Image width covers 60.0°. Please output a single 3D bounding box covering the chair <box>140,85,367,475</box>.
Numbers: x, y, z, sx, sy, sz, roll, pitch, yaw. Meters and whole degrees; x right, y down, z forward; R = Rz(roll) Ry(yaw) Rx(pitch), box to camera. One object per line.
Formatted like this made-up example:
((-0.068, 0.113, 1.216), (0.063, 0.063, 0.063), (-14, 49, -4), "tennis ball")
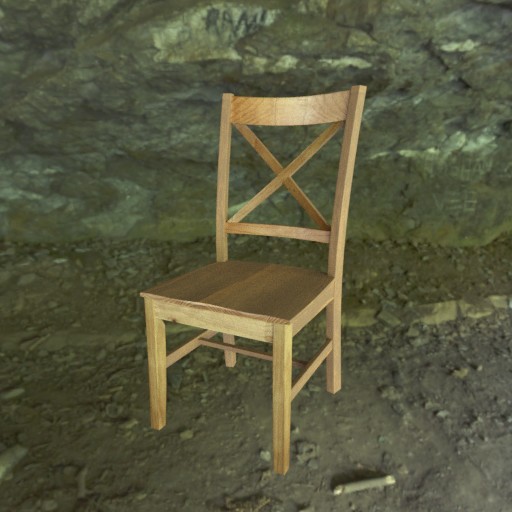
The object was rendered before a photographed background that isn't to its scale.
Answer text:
((0.000, 0.000, 1.326), (0.485, 0.983, 0.542), (7, 16, 26), "chair")
